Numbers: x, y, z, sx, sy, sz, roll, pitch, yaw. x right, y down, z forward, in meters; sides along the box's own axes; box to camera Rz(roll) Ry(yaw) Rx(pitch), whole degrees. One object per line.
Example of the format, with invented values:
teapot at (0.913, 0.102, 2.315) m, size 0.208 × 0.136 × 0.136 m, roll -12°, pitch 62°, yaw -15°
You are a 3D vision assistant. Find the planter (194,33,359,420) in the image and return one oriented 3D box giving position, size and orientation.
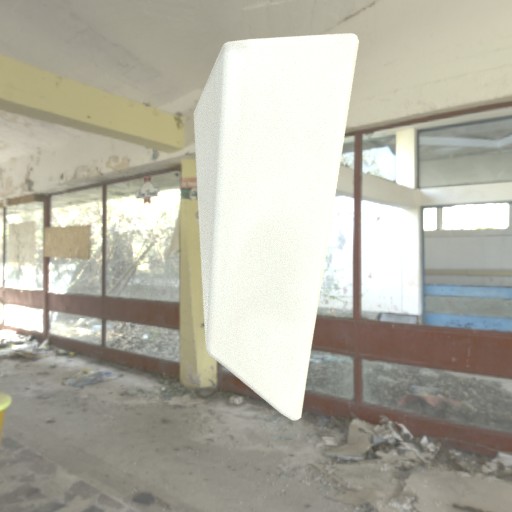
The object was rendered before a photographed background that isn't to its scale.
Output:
planter at (0.000, 0.000, 0.261) m, size 0.060 × 0.197 × 0.150 m, roll 0°, pitch -1°, yaw -16°
